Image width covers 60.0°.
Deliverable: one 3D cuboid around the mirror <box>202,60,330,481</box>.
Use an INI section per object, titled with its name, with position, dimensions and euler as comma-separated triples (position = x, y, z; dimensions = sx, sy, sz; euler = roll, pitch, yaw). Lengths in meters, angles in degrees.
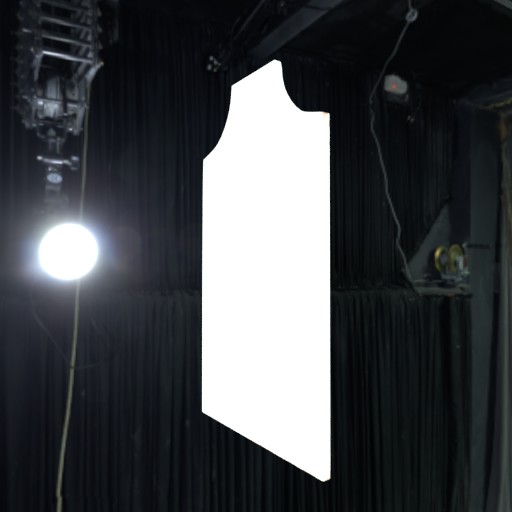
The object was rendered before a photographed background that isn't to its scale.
[mirror]
position = 0.000, 0.000, 0.875
dimensions = 0.022, 0.717, 0.403
euler = 1, -1, -35
